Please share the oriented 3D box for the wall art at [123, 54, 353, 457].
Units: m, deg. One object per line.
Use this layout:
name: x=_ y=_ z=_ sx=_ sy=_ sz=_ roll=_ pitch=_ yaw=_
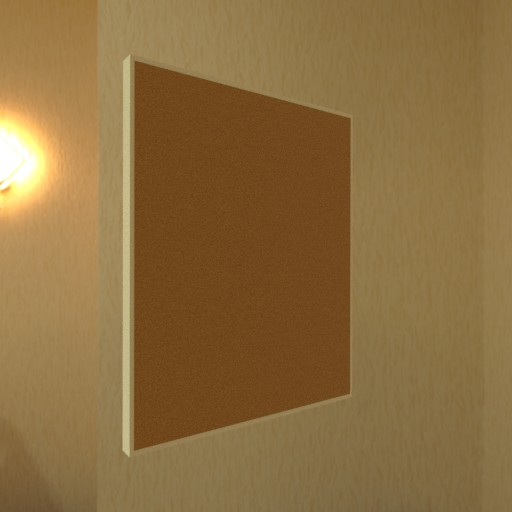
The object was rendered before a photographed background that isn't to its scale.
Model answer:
wall art: x=0.000 y=0.000 z=0.743 sx=0.443 sy=0.549 sz=0.030 roll=0 pitch=0 yaw=-36
